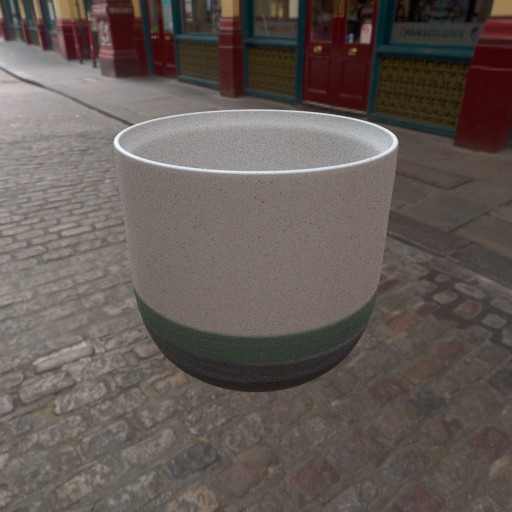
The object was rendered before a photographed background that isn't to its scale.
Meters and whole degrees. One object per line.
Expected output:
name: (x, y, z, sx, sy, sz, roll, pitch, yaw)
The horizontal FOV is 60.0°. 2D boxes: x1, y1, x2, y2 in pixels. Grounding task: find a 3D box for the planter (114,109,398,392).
planter: (0.000, 0.000, 0.491, 0.268, 0.270, 0.268, 0, 27, 0)
